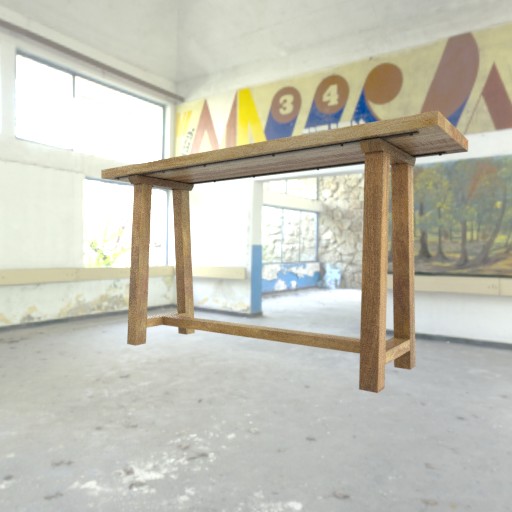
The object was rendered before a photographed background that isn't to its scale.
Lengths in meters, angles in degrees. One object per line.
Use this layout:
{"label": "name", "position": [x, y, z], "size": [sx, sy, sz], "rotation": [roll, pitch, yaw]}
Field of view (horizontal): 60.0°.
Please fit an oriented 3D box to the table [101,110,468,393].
{"label": "table", "position": [0.000, 0.000, 1.826], "size": [1.524, 0.810, 0.405], "rotation": [1, 1, 36]}
